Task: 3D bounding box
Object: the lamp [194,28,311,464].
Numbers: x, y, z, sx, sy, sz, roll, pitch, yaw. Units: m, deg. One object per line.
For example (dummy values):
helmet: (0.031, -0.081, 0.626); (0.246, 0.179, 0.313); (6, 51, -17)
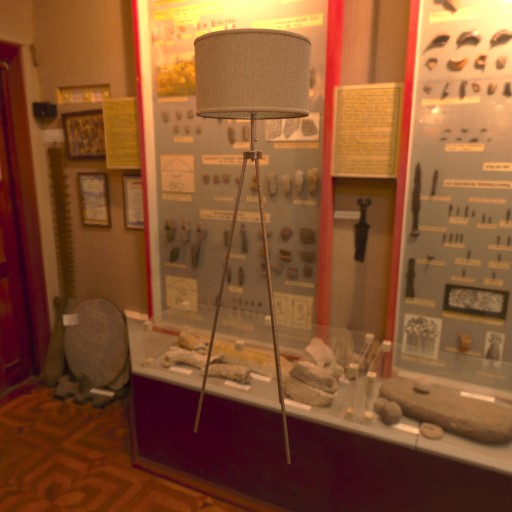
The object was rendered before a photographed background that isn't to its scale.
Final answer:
lamp: (0.000, 0.000, 1.756); (0.449, 1.545, 0.460); (7, 15, 26)
